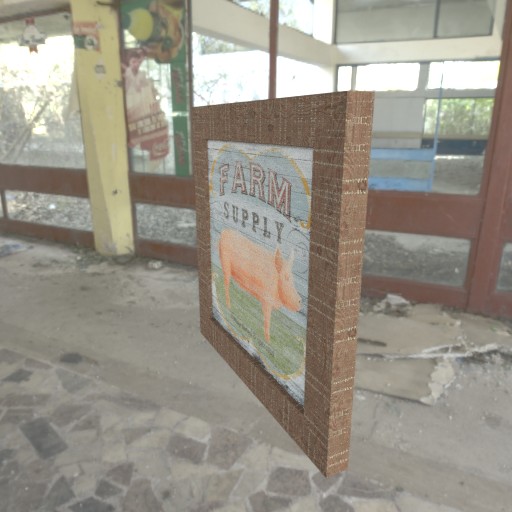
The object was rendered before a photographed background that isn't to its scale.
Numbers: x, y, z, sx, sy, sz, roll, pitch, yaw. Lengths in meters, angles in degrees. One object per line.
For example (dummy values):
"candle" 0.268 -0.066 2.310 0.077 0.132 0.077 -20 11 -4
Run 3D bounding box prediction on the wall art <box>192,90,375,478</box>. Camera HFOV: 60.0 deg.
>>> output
"wall art" 0.000 0.000 0.807 0.040 0.531 0.531 -8 18 -26
